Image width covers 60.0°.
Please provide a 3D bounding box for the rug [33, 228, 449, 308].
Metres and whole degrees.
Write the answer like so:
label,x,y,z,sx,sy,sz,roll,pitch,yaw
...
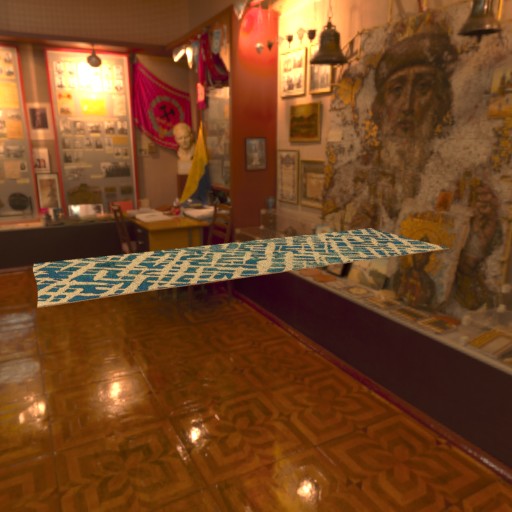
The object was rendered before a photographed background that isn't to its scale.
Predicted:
label,x,y,z,sx,sy,sz,roll,pitch,yaw
rug,0.000,0.000,2.711,2.446,0.011,0.768,-7,16,-25
